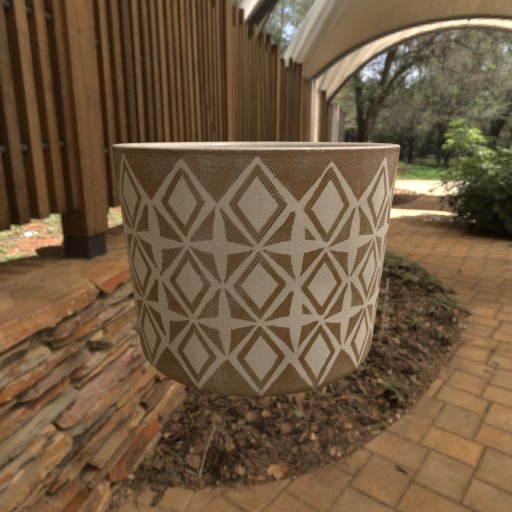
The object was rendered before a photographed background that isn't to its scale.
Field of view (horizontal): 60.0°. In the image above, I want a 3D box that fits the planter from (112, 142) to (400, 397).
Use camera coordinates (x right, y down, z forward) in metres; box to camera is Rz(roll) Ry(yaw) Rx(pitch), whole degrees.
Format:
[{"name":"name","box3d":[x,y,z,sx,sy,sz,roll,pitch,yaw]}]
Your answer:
[{"name":"planter","box3d":[0.000,0.000,0.447,0.260,0.220,0.260,0,15,0]}]
